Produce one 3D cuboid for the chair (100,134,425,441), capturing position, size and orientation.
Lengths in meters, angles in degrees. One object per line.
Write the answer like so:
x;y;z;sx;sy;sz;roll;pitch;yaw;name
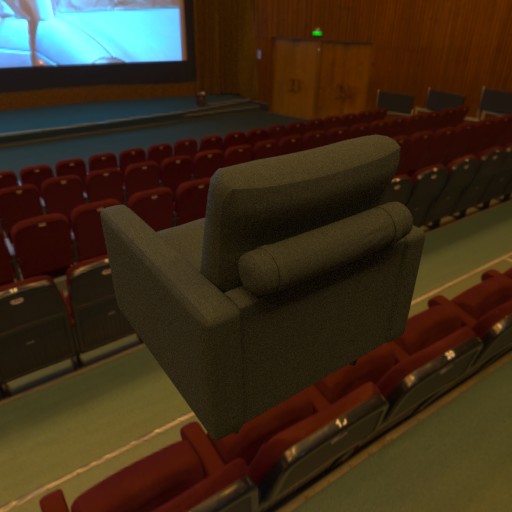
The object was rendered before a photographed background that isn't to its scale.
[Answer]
0.000;0.000;1.558;0.821;0.880;0.843;-19;36;-30;chair
